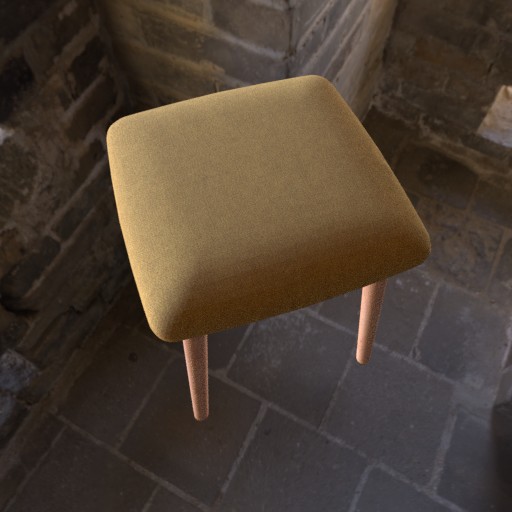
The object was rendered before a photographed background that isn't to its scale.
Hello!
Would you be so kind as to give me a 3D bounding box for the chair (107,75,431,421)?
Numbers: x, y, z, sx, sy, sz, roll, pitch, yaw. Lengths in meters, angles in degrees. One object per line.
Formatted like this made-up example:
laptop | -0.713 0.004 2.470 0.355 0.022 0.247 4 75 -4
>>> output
chair | 0.000 0.000 0.718 0.350 0.440 0.350 -16 61 -9
